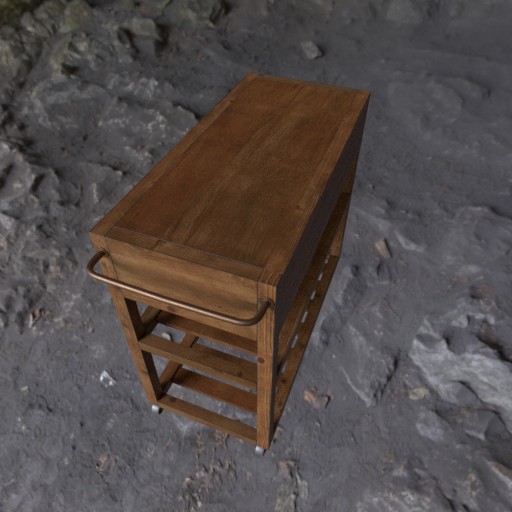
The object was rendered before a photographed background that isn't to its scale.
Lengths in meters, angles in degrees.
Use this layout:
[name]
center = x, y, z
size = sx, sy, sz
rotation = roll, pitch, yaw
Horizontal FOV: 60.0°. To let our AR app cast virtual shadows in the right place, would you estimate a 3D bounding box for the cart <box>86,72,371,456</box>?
[cart]
center = 0.000, 0.000, 1.491
size = 0.445, 0.830, 1.065
rotation = 15, 47, 15
